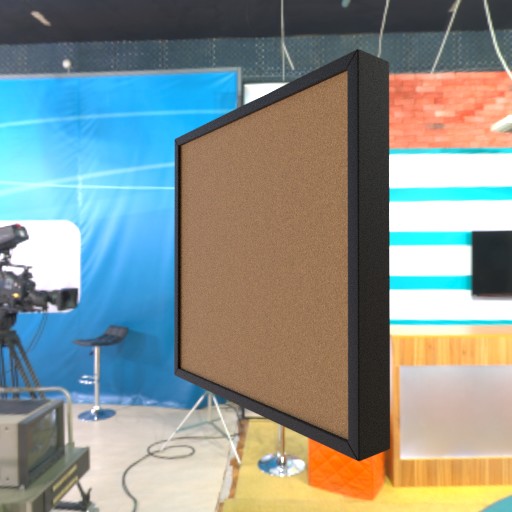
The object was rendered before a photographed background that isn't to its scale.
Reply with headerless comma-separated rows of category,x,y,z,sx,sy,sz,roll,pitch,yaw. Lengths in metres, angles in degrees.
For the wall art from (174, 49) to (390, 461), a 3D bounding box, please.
wall art,0.000,0.000,0.460,0.037,0.305,0.305,0,-1,-36
